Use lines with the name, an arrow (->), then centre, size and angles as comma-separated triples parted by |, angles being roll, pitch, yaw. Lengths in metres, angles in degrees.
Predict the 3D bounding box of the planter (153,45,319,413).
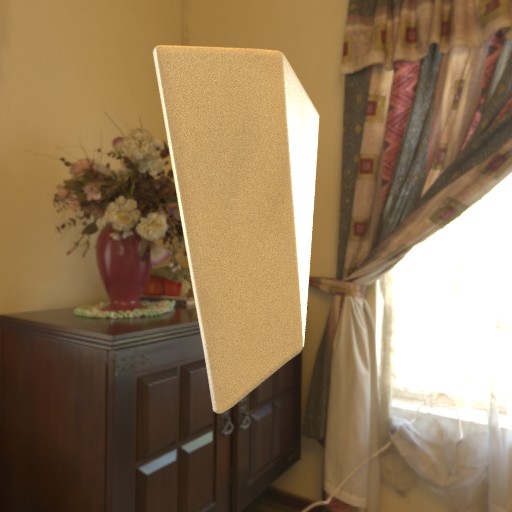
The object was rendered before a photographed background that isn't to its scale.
planter -> 0.000, 0.000, 0.270 | 0.060, 0.197, 0.150 | 0, 0, 18
